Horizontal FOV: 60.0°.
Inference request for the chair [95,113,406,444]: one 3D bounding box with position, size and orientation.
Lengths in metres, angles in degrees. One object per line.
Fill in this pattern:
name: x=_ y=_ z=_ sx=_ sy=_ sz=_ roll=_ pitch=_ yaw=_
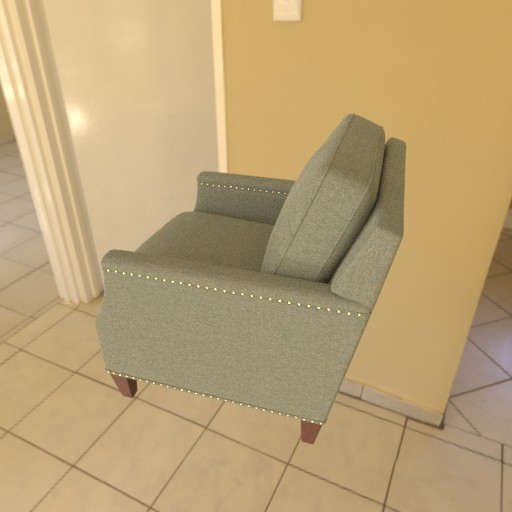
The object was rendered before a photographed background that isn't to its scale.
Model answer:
chair: x=0.000 y=0.000 z=1.787 sx=1.031 sy=1.031 sz=0.885 roll=9 pitch=32 yaw=14
